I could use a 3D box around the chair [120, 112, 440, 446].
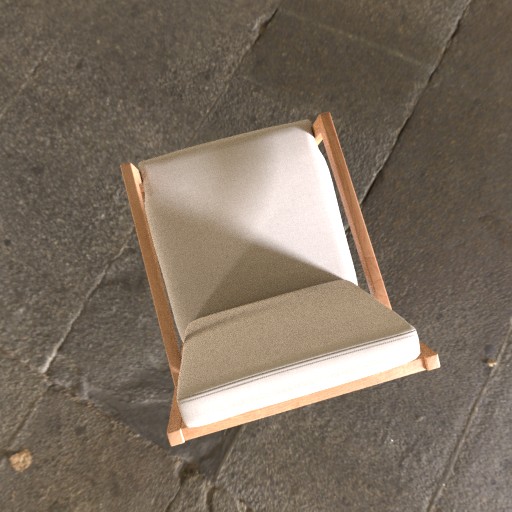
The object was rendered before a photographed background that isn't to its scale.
[{"bbox_3d":[0.000,0.000,1.384,0.622,0.790,0.857,-15,78,-3],"label":"chair"}]
